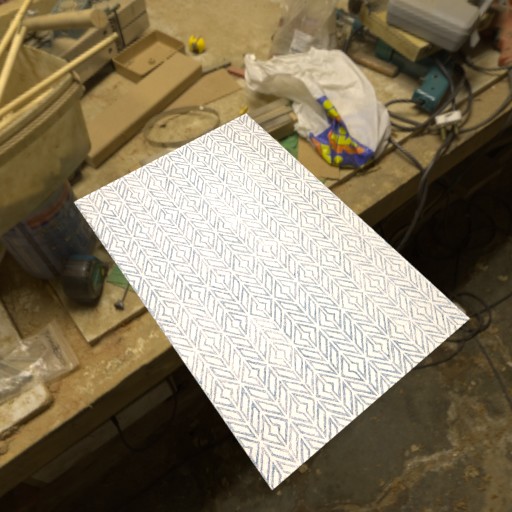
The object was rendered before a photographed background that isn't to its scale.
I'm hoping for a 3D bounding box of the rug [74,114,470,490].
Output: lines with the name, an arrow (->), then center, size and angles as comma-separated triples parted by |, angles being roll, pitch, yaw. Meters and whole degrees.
rug -> 0.000, 0.000, 2.338 | 1.220, 0.008, 1.824 | -33, 64, -18
